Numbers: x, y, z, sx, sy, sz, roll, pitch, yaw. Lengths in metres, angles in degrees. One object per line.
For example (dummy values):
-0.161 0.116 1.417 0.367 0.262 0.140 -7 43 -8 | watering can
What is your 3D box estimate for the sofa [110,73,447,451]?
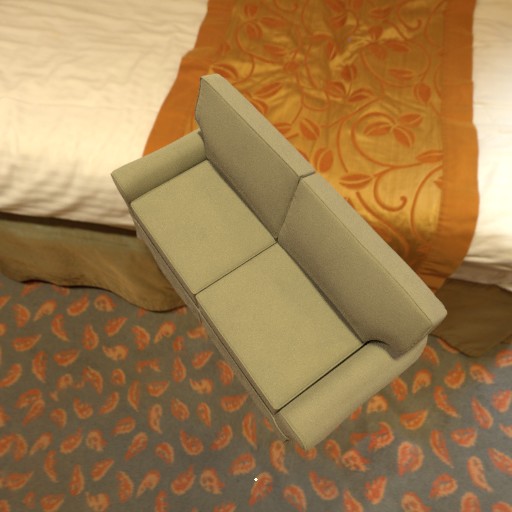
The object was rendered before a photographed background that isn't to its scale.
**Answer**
0.000 0.000 2.369 0.841 1.024 1.823 -33 68 -15 | sofa
